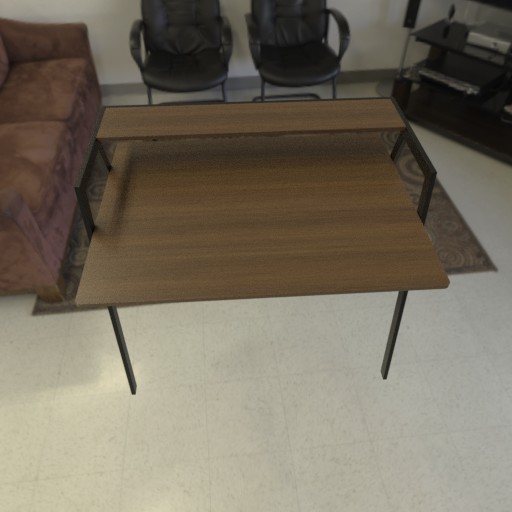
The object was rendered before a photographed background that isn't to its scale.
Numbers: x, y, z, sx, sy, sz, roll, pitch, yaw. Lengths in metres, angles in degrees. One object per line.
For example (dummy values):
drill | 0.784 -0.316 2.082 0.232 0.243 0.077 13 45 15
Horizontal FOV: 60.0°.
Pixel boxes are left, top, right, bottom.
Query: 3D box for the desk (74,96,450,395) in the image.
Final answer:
desk | 0.000 0.000 1.850 1.143 0.998 0.936 -3 47 -3
